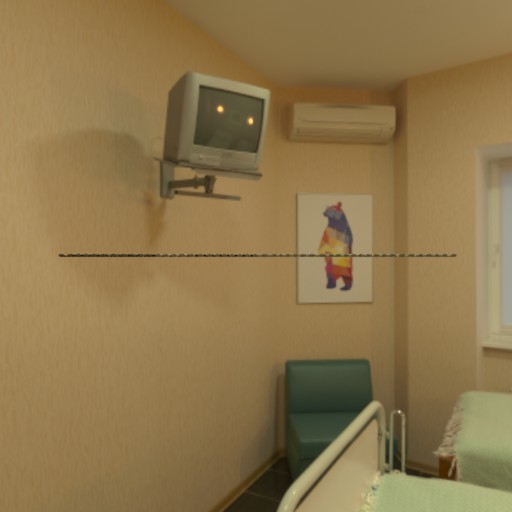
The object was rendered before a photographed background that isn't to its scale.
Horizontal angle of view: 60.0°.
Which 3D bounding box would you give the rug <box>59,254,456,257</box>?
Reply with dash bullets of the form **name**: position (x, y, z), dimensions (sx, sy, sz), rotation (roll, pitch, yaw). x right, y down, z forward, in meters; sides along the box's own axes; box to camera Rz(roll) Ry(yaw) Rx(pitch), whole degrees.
- **rug**: position (0.000, 0.000, 2.928), dimensions (1.600, 0.013, 2.312), rotation (0, 0, 0)
